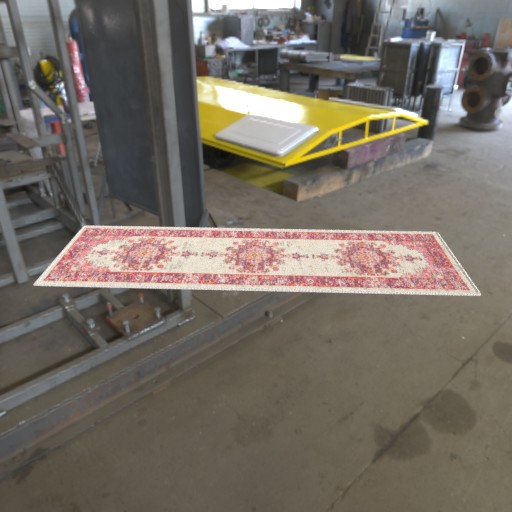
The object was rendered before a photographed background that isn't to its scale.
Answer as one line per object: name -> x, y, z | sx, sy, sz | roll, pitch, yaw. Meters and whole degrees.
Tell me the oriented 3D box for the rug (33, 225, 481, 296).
rug -> 0.000, 0.000, 2.040 | 1.824, 0.009, 0.562 | 1, 30, 2
